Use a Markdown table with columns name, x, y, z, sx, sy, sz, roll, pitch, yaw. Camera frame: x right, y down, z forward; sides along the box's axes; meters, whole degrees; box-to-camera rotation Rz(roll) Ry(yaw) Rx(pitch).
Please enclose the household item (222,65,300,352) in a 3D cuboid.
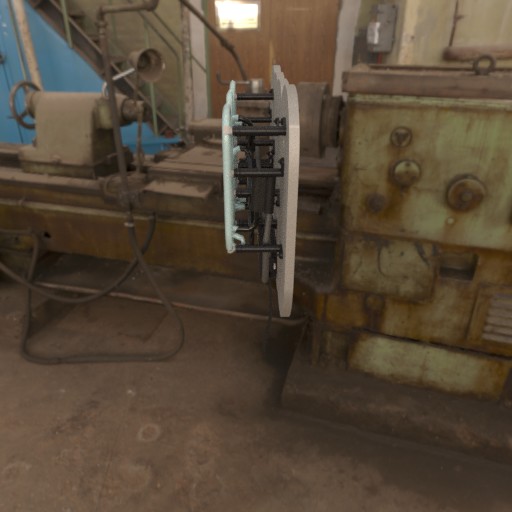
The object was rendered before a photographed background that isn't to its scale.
| name | x | y | z | sx | sy | sz | roll | pitch | yaw |
| --- | --- | --- | --- | --- | --- | --- | --- | --- | --- |
| household item | 0.000 | 0.000 | 0.384 | 0.042 | 0.294 | 0.211 | 0 | 28 | -1 |
